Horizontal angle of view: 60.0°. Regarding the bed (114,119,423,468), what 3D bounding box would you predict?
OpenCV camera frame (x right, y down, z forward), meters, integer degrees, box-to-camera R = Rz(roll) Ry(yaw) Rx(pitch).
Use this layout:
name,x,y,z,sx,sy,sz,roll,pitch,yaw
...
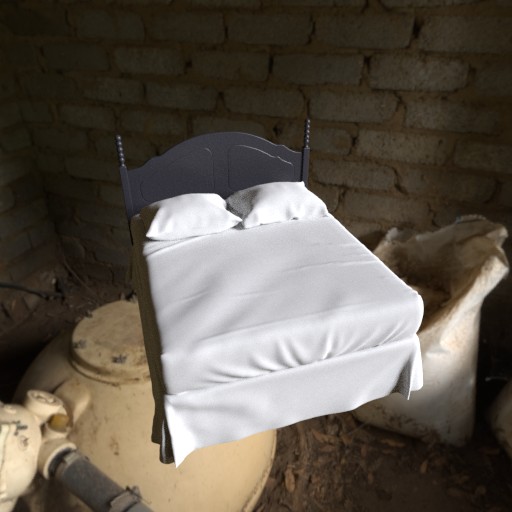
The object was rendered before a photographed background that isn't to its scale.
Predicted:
name,x,y,z,sx,sy,sz,roll,pitch,yaw
bed,0.000,0.000,3.184,1.873,1.356,2.040,-10,32,-15
